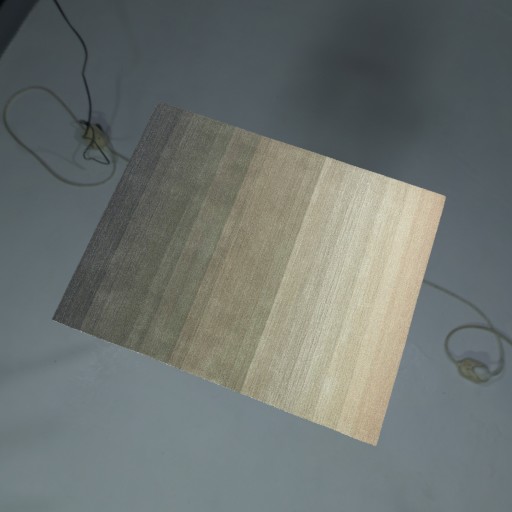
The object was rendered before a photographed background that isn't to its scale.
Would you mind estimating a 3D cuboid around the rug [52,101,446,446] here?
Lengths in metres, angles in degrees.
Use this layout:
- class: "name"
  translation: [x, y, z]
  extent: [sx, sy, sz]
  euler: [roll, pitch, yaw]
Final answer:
- class: "rug"
  translation: [0.000, 0.000, 3.989]
  extent: [2.932, 0.015, 2.315]
  euler: [20, 76, 5]
